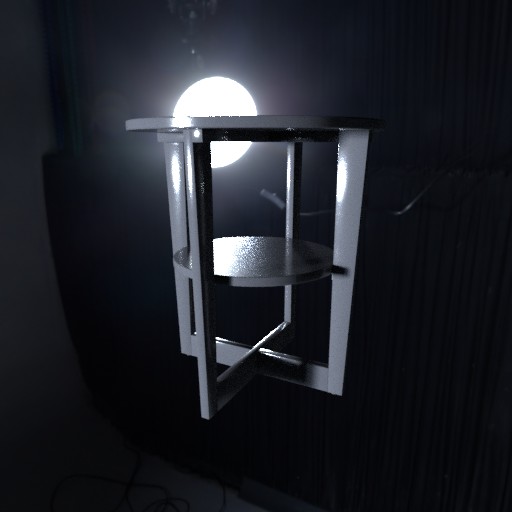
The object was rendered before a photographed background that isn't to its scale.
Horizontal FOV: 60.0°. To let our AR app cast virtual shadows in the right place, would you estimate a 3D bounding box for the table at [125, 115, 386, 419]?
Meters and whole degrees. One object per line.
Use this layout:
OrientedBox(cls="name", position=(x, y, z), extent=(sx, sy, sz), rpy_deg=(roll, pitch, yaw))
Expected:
OrientedBox(cls="table", position=(0.000, 0.000, 0.951), extent=(0.500, 0.550, 0.500), rpy_deg=(0, 15, 0))
